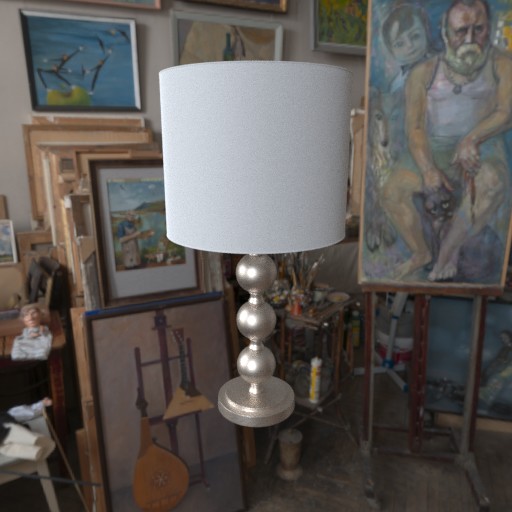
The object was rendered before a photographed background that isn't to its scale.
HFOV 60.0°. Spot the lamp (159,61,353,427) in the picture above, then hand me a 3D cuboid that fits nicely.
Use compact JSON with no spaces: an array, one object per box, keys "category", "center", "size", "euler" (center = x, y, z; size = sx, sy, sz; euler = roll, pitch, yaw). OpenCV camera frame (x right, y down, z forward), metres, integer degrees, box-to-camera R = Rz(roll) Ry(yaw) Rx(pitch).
[{"category":"lamp","center":[0.000,0.000,0.710],"size":[0.277,0.538,0.277],"euler":[7,17,26]}]
